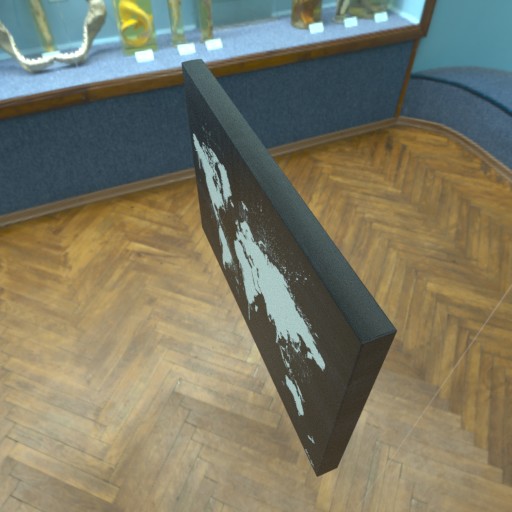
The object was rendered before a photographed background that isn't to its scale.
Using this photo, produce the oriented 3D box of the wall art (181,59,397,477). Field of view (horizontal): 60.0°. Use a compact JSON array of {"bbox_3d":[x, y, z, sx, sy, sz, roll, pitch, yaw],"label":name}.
[{"bbox_3d":[0.000,0.000,0.746,0.038,0.409,0.610,-17,50,-14],"label":"wall art"}]
